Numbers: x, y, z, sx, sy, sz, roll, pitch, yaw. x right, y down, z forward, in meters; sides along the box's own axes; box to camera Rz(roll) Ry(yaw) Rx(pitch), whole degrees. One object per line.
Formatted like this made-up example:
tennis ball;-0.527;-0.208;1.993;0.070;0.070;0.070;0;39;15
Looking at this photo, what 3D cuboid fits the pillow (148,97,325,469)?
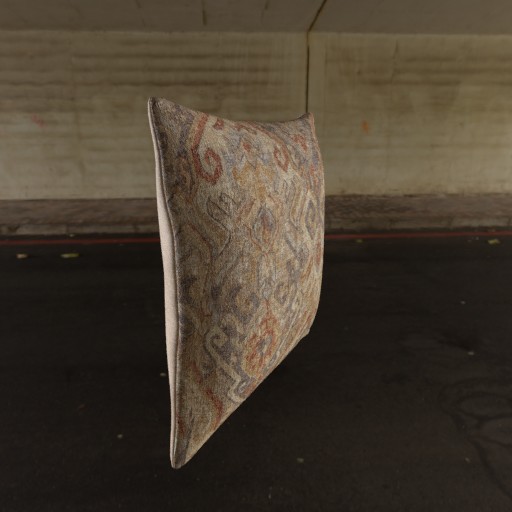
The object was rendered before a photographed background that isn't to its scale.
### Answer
pillow;0.000;0.000;0.789;0.166;0.506;0.523;8;17;26
